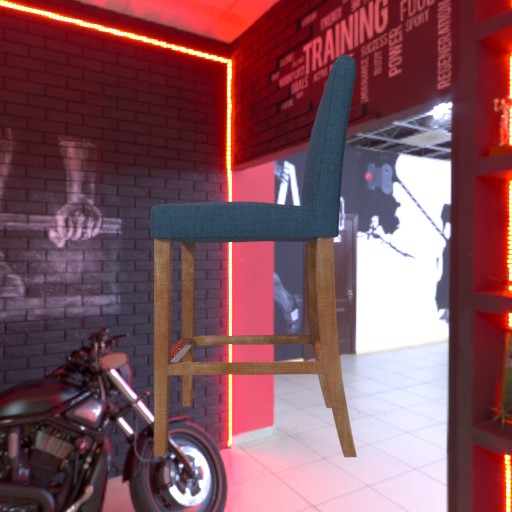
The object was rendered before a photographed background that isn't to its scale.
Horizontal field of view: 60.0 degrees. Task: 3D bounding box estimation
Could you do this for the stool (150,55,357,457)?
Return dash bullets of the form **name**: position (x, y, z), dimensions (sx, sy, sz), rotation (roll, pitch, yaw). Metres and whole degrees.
- **stool**: position (0.000, 0.000, 1.402), dimensions (0.574, 1.088, 0.454), rotation (0, 0, 2)
